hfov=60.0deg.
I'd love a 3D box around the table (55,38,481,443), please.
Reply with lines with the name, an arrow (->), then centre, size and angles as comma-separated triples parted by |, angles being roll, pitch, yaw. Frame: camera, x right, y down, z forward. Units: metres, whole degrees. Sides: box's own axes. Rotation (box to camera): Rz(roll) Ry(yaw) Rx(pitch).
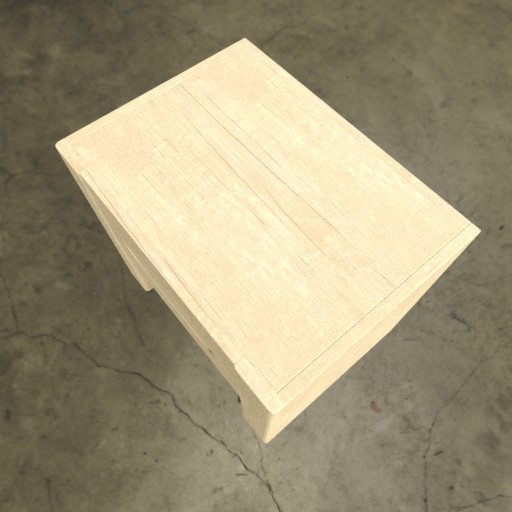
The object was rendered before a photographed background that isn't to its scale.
table -> 0.000, 0.000, 0.940 | 0.420, 0.510, 0.570 | -37, 69, -17
